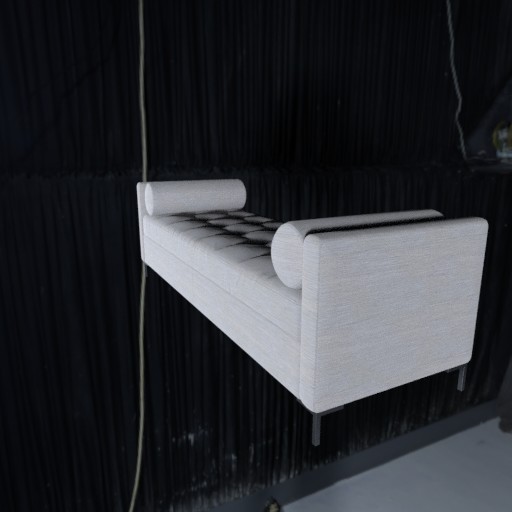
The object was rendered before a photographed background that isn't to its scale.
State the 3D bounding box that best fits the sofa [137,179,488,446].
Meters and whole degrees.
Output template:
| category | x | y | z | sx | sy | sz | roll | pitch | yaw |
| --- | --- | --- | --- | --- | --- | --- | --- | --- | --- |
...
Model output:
| category | x | y | z | sx | sy | sz | roll | pitch | yaw |
| --- | --- | --- | --- | --- | --- | --- | --- | --- | --- |
| sofa | 0.000 | 0.000 | 2.210 | 0.686 | 0.635 | 1.981 | -7 | 16 | -27 |
